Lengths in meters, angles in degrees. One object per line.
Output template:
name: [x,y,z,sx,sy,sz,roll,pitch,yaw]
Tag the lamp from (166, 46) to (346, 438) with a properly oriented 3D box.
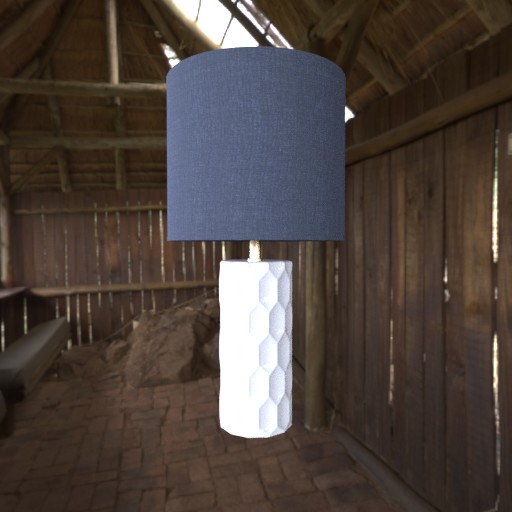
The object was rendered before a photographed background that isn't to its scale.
lamp: [0.000,0.000,0.703,0.277,0.537,0.277,-1,2,-34]
